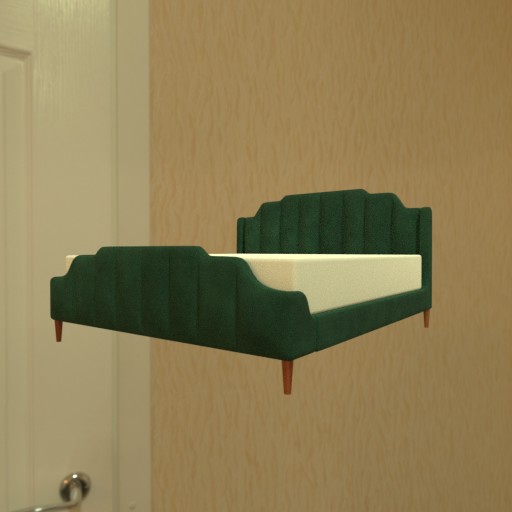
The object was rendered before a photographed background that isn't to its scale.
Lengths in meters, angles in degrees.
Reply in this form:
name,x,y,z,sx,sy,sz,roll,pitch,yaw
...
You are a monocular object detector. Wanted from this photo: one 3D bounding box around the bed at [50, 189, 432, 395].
name,x,y,z,sx,sy,sz,roll,pitch,yaw
bed,0.000,0.000,3.518,2.074,1.245,2.340,1,1,37
